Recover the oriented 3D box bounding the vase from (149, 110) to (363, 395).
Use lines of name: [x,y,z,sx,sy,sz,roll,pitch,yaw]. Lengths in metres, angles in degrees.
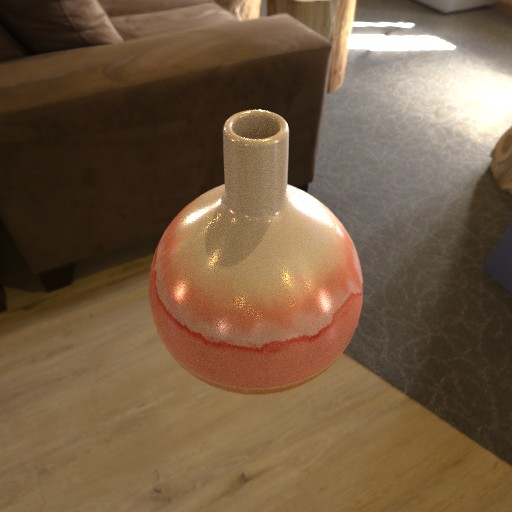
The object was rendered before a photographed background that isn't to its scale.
vase: [0.000,0.000,0.268,0.137,0.176,0.137,0,47,0]
